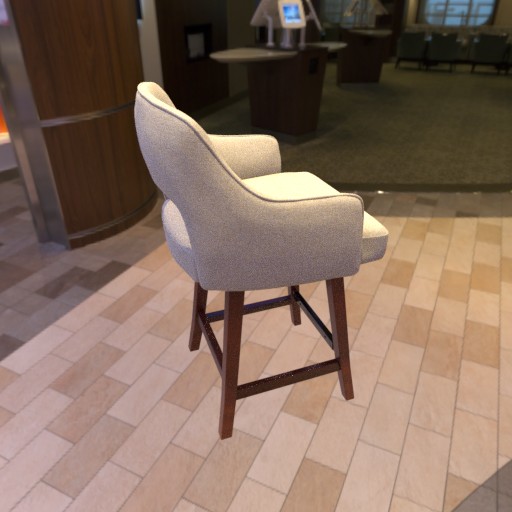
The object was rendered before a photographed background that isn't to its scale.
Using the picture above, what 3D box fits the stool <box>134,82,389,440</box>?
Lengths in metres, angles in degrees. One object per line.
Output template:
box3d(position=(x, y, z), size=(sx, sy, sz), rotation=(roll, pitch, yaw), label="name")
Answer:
box3d(position=(0.000, 0.000, 1.272), size=(0.560, 0.936, 0.550), rotation=(-11, 32, -17), label="stool")
